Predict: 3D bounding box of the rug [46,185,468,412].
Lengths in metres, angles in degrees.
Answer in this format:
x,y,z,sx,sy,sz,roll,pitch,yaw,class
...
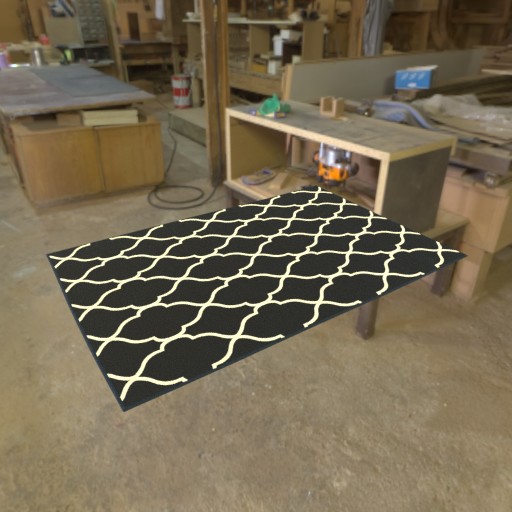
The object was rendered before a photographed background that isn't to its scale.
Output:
x,y,z,sx,sy,sz,roll,pitch,yaw,class
0.000,0.000,2.867,2.294,0.014,1.528,-18,34,-29,rug
